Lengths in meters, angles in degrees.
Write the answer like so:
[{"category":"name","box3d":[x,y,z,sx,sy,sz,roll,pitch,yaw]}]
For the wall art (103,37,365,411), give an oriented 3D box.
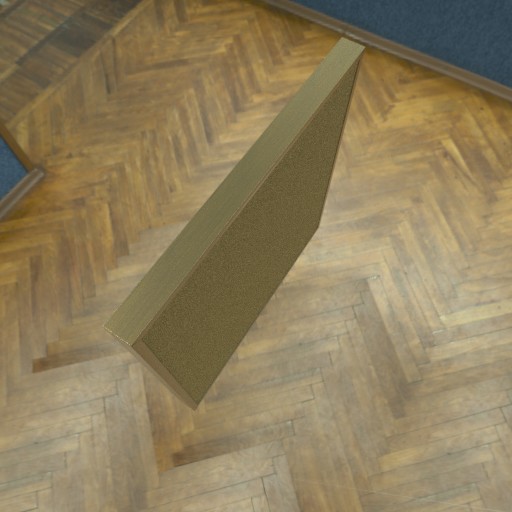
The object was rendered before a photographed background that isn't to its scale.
[{"category":"wall art","box3d":[0.000,0.000,0.757,0.037,0.505,0.505,30,68,14]}]
